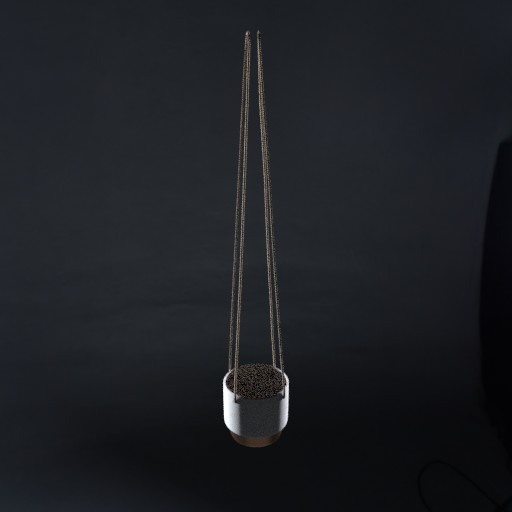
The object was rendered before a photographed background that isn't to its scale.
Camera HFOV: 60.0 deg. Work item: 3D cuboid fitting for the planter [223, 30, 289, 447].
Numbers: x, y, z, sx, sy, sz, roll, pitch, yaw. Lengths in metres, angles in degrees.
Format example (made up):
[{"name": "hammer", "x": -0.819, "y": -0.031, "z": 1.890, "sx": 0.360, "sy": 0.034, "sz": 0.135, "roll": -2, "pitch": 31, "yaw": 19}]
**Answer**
[{"name": "planter", "x": 0.000, "y": 0.000, "z": 0.911, "sx": 0.146, "sy": 0.841, "sz": 0.146, "roll": -2, "pitch": 16, "yaw": -8}]
